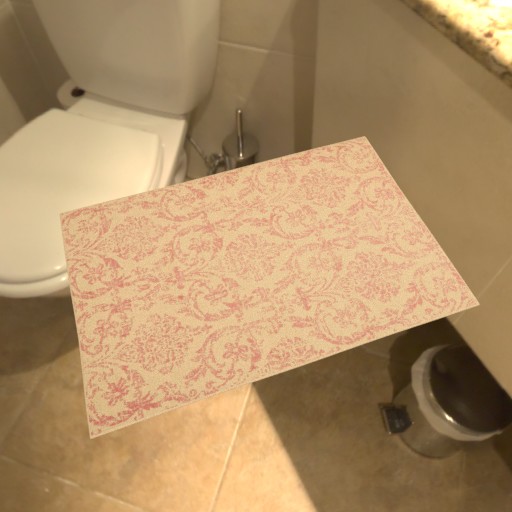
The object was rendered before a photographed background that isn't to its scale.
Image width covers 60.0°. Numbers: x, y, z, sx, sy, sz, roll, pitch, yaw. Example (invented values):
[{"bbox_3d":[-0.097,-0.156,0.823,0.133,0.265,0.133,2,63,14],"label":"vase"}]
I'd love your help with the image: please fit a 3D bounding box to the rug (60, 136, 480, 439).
[{"bbox_3d":[0.000,0.000,3.375,2.746,0.018,1.819,-16,59,-10],"label":"rug"}]
